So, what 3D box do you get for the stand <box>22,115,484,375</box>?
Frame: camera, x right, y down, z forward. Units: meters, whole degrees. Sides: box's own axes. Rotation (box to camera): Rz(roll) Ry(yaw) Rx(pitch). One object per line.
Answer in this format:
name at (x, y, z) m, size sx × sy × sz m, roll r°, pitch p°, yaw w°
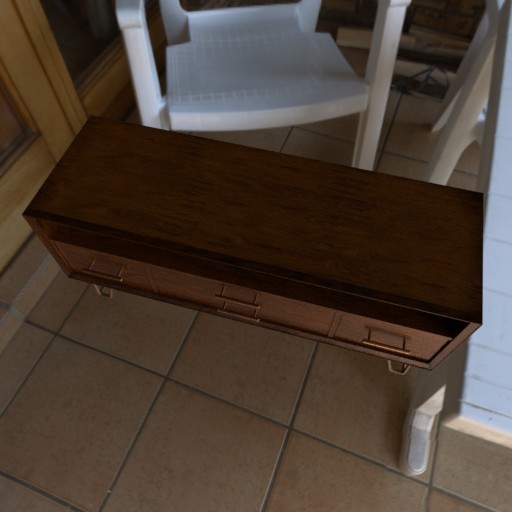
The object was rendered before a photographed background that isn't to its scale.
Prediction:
stand at (0.000, 0.000, 1.646) m, size 1.372 × 0.610 × 0.481 m, roll 13°, pitch 59°, yaw 8°
